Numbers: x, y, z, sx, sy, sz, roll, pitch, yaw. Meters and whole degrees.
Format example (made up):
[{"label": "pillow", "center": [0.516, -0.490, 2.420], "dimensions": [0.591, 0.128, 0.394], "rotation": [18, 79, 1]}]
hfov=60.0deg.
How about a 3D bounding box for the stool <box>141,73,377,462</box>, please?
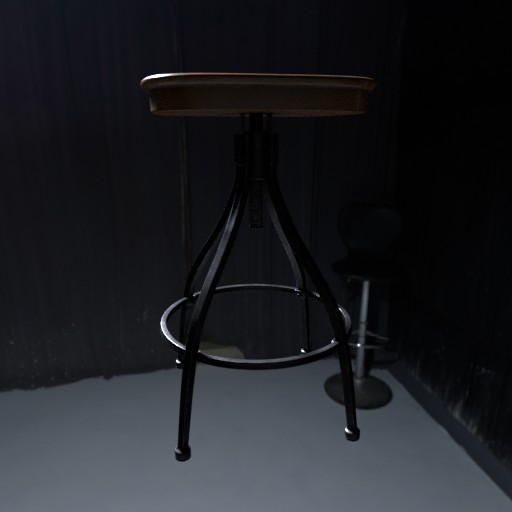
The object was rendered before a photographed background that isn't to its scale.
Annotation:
[{"label": "stool", "center": [0.000, 0.000, 0.954], "dimensions": [0.432, 0.694, 0.424], "rotation": [-3, 16, -9]}]
